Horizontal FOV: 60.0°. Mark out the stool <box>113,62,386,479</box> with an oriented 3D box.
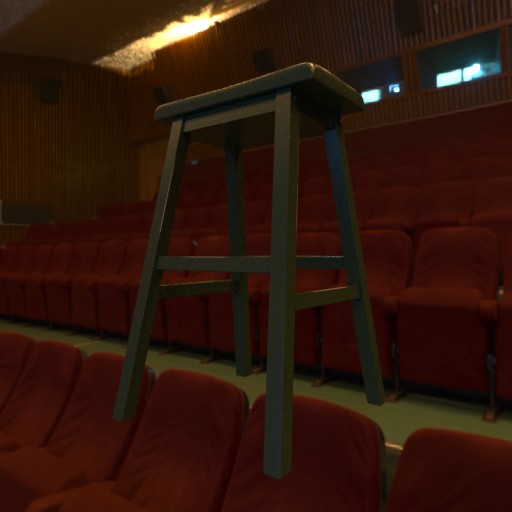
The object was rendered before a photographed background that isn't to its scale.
[{"bbox_3d":[0.000,0.000,1.058,0.457,0.737,0.476,0,0,37],"label":"stool"}]
